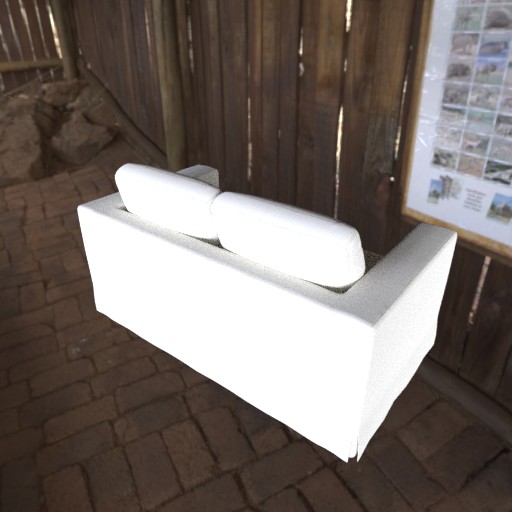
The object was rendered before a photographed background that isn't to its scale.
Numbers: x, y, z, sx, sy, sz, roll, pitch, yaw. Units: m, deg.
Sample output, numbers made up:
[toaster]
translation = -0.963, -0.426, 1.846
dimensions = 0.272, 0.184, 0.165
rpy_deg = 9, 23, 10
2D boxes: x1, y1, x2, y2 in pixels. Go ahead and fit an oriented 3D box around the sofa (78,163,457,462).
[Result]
[sofa]
translation = 0.000, 0.000, 2.438
dimensions = 1.813, 0.932, 1.009
rpy_deg = 21, 35, 33
